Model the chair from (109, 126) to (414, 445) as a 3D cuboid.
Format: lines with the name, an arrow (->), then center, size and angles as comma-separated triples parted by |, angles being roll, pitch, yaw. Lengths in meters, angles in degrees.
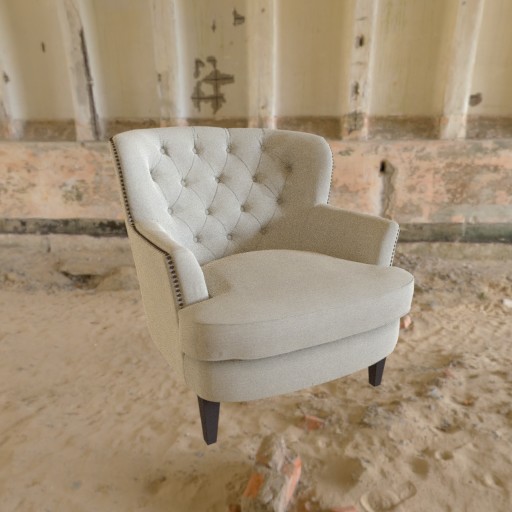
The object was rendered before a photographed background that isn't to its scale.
chair -> 0.000, 0.000, 1.538 | 0.848, 0.868, 0.906 | -8, 18, -27
